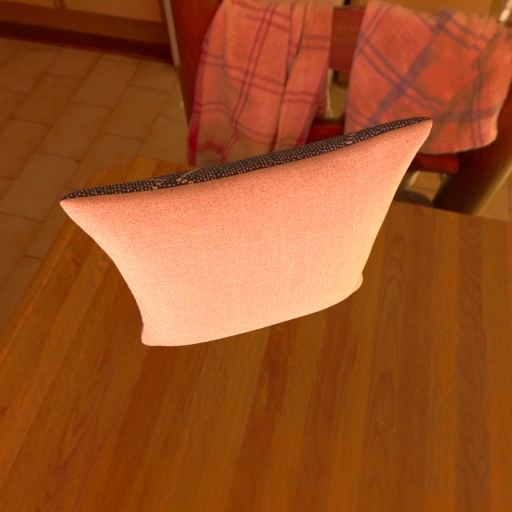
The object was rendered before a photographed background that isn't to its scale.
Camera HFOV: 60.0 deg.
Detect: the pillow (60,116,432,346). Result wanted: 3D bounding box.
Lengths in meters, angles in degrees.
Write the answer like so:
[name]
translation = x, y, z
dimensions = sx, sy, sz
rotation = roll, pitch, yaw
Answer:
[pillow]
translation = 0.000, 0.000, 0.671
dimensions = 0.435, 0.428, 0.148
rotation = -14, 60, -8
